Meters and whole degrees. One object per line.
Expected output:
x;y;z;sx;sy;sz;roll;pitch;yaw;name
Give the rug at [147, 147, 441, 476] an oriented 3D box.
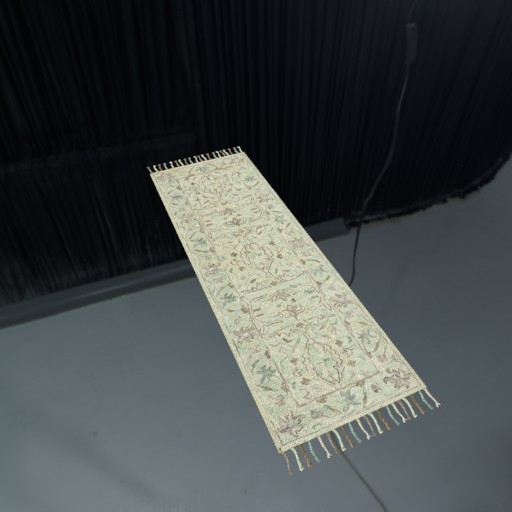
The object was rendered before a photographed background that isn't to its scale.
0.000;0.000;2.695;0.769;0.013;2.440;-17;47;-17;rug
